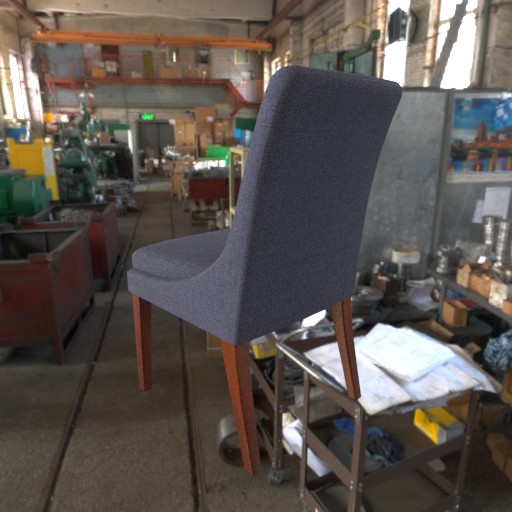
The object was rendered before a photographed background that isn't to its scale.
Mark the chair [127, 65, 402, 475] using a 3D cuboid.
[{"bbox_3d":[0.000,0.000,1.310,0.508,0.952,0.655,-15,21,-43],"label":"chair"}]
